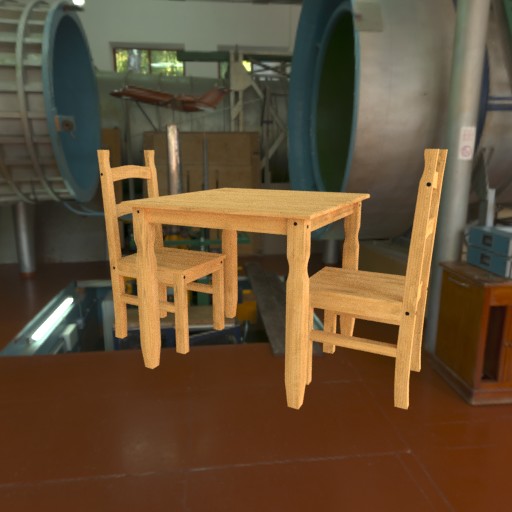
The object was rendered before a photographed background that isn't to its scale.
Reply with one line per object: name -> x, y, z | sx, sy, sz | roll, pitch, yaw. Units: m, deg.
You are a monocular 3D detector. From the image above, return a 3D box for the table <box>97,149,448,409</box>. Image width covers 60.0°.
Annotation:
table -> 0.000, 0.000, 2.020 | 1.501, 0.942, 0.813 | 7, 15, 27
